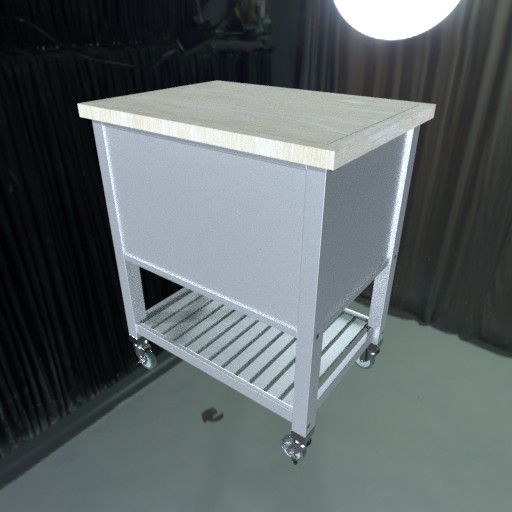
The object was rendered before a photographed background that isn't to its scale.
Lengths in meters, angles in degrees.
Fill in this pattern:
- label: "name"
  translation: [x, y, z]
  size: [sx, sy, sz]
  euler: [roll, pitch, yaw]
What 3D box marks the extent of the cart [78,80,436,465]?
- label: "cart"
  translation: [0.000, 0.000, 1.387]
  size: [0.762, 0.914, 0.559]
  euler: [20, 35, 32]
